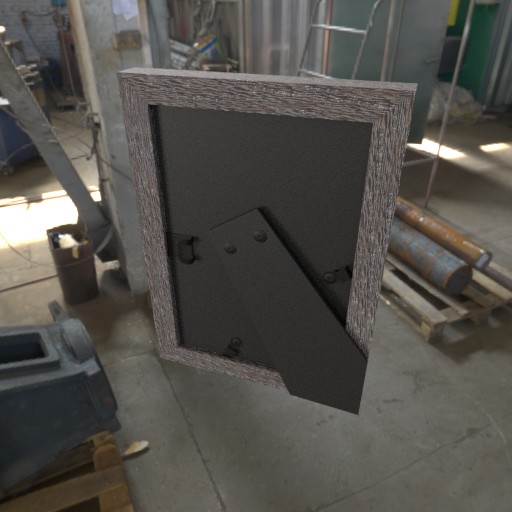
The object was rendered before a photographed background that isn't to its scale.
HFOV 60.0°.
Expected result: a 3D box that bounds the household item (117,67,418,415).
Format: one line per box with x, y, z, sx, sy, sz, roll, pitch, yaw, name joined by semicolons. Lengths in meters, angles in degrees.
0.000;0.000;0.239;0.133;0.180;0.020;10;33;16;household item
